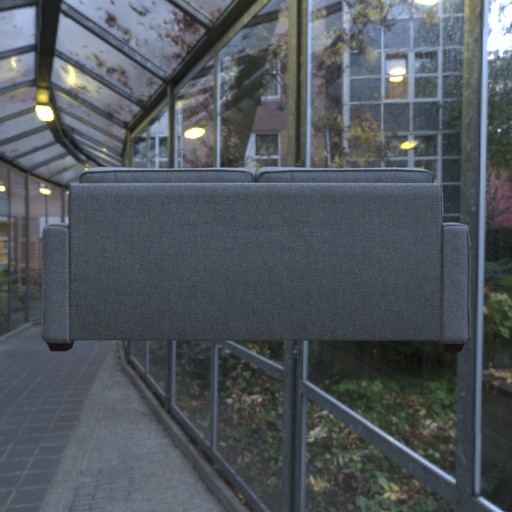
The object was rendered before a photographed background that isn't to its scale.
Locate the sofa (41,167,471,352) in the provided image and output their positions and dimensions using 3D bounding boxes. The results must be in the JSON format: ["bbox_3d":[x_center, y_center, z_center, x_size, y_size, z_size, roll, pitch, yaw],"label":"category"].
[{"bbox_3d":[0.000,0.000,2.567,2.078,0.918,0.945,0,1,0],"label":"sofa"}]
